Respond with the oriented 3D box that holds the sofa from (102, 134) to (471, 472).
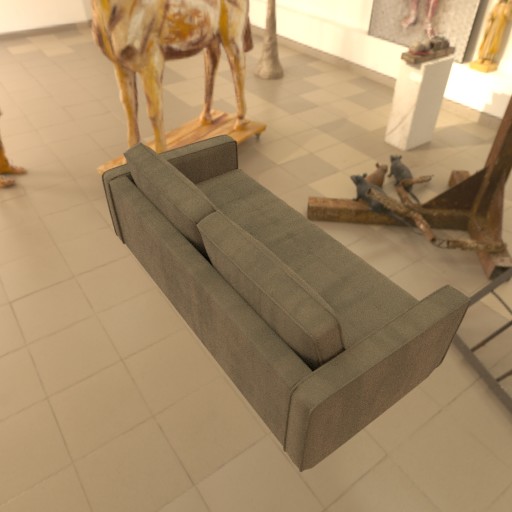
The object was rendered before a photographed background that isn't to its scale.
[{"bbox_3d":[0.000,0.000,2.377,0.924,0.825,1.920,-25,47,-26],"label":"sofa"}]
